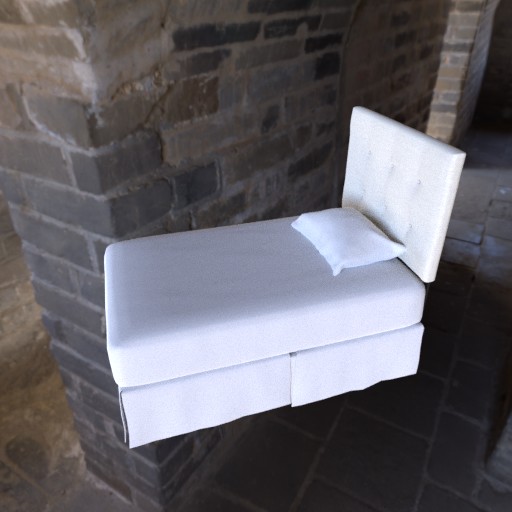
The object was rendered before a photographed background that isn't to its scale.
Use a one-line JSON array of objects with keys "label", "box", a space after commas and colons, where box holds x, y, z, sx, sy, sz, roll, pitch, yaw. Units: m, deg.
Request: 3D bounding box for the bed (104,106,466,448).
[{"label": "bed", "box": [0.000, 0.000, 2.928, 1.997, 1.571, 1.261, -9, 32, -15]}]
